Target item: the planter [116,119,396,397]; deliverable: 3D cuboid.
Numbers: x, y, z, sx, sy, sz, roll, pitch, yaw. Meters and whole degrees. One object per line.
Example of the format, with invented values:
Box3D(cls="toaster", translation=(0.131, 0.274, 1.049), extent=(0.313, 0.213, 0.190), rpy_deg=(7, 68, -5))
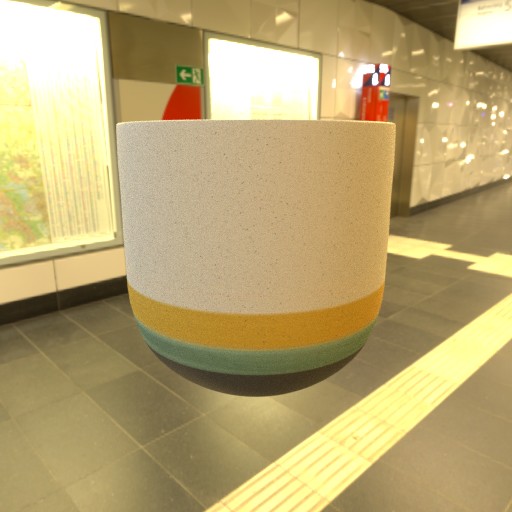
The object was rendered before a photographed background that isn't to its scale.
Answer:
Box3D(cls="planter", translation=(0.000, 0.000, 0.475), extent=(0.268, 0.270, 0.268), rpy_deg=(0, 15, 0))
